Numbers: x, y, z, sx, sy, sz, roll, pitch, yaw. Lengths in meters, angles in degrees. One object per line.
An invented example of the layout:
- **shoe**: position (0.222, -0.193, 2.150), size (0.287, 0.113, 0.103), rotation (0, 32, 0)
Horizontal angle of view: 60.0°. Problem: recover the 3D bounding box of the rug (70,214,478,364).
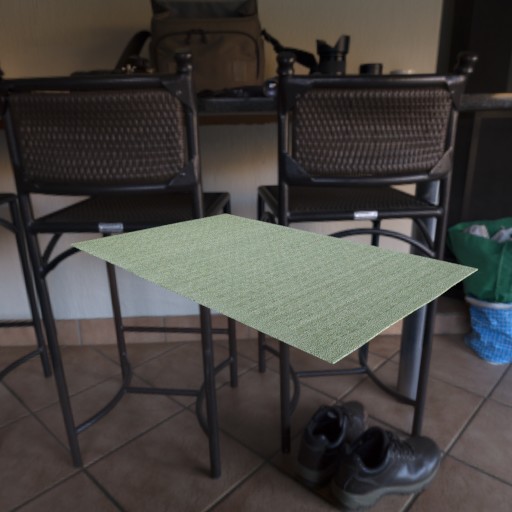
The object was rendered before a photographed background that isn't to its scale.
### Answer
- **rug**: position (0.000, 0.000, 2.229), size (1.747, 0.006, 1.143), rotation (16, 24, 42)
